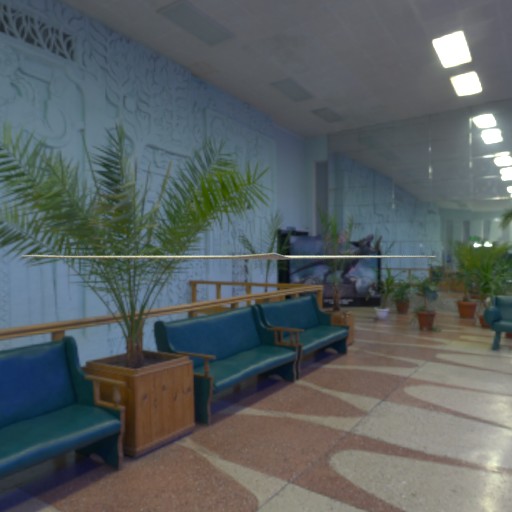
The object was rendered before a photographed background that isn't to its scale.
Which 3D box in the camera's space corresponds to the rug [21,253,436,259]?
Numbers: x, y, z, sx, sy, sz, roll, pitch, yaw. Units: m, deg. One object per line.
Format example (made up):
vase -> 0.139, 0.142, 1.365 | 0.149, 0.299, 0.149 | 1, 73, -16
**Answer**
rug -> 0.000, 0.000, 3.830 | 2.277, 0.035, 2.897 | 0, 0, 36
